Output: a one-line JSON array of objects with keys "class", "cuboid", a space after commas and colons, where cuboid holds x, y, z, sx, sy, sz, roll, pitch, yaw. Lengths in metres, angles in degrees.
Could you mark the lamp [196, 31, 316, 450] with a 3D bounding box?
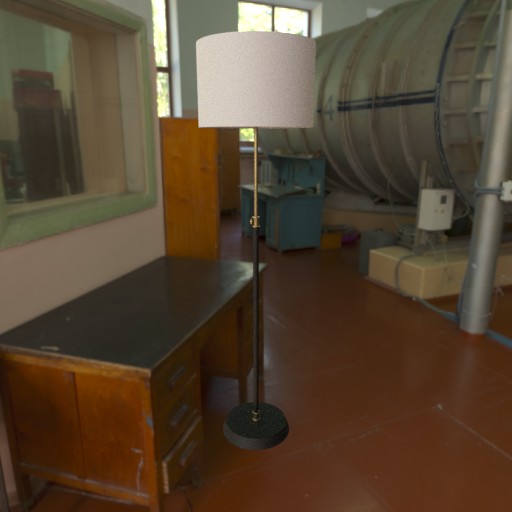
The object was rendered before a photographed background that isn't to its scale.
[{"class": "lamp", "cuboid": [0.000, 0.000, 1.696, 0.404, 1.517, 0.404, 2, 15, 9]}]
